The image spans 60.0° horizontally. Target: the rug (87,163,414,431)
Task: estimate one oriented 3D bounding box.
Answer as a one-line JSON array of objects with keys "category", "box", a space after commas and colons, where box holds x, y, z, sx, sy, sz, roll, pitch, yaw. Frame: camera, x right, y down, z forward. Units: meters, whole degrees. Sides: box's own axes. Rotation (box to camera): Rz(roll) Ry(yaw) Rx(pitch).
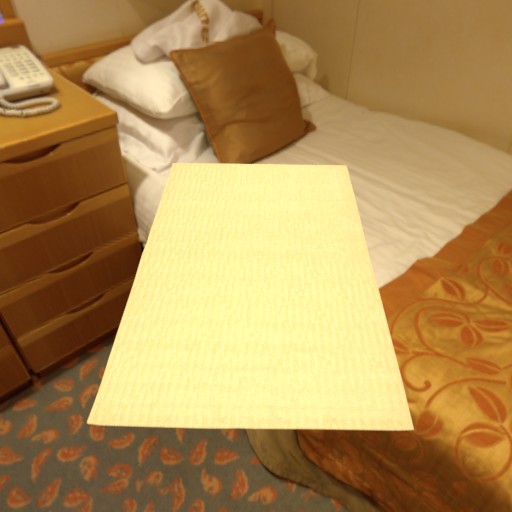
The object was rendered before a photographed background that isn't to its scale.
[{"category": "rug", "box": [0.000, 0.000, 2.968, 1.531, 0.014, 2.441, 1, 41, 1]}]
